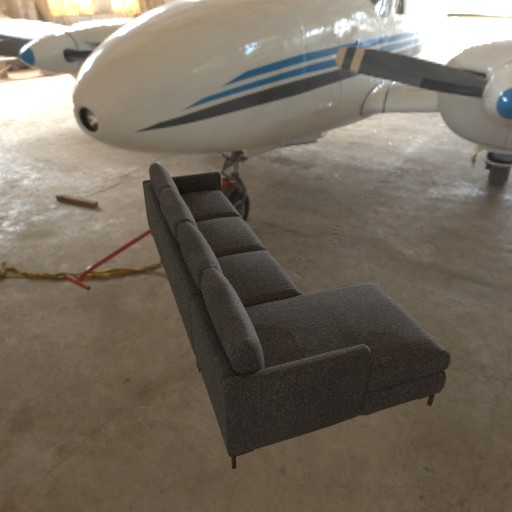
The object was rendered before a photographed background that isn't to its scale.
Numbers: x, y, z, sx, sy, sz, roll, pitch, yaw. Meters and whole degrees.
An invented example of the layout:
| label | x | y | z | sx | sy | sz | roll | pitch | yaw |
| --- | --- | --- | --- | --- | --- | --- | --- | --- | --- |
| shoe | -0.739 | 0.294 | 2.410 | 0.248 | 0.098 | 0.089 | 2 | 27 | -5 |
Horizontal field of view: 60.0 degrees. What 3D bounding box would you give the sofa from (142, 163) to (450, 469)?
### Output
| label | x | y | z | sx | sy | sz | roll | pitch | yaw |
| --- | --- | --- | --- | --- | --- | --- | --- | --- | --- |
| sofa | 0.000 | 0.000 | 3.496 | 1.350 | 0.810 | 2.932 | -10 | 32 | -17 |
